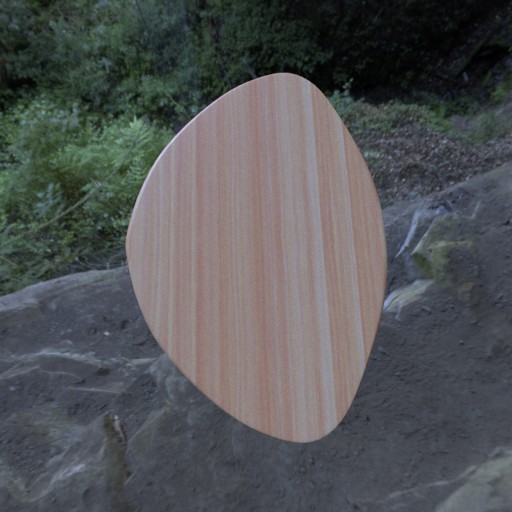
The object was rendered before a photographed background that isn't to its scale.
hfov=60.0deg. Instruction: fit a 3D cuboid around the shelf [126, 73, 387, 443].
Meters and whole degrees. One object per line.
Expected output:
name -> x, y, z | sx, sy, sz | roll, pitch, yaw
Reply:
shelf -> 0.000, 0.000, 1.651 | 0.845, 0.440, 1.246 | -2, 75, -1
